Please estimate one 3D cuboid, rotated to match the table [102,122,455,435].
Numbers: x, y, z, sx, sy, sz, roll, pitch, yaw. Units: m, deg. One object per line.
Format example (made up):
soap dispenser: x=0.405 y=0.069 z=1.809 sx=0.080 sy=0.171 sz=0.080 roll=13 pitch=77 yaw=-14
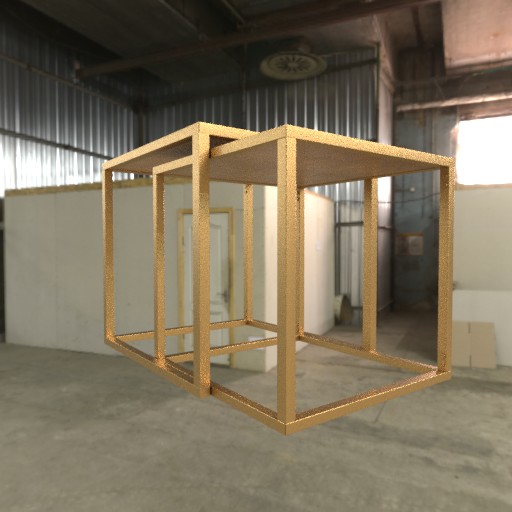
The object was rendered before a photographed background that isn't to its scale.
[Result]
table: x=0.000 y=0.000 z=1.087 sx=0.505 sy=0.505 sz=0.762 roll=-2 pitch=3 yaw=-37
